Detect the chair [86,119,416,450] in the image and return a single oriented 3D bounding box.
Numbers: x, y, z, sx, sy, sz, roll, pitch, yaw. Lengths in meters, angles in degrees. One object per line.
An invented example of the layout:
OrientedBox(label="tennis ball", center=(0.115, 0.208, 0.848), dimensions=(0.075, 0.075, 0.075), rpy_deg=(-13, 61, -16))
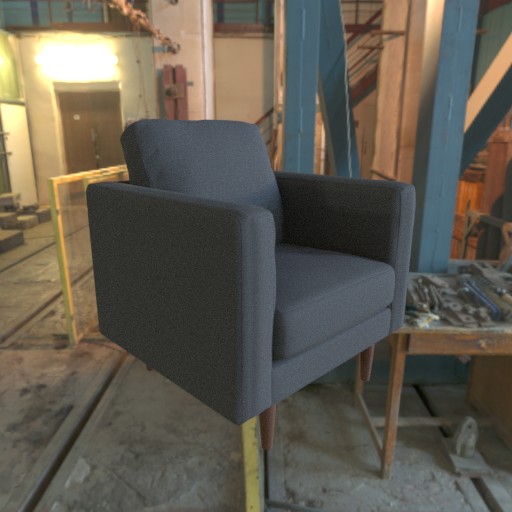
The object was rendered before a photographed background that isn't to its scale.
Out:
OrientedBox(label="chair", center=(0.000, 0.000, 1.554), dimensions=(0.854, 0.927, 0.800), rpy_deg=(-15, 21, -43))
